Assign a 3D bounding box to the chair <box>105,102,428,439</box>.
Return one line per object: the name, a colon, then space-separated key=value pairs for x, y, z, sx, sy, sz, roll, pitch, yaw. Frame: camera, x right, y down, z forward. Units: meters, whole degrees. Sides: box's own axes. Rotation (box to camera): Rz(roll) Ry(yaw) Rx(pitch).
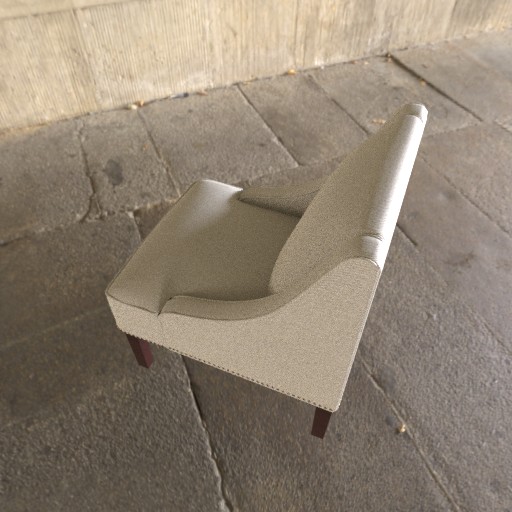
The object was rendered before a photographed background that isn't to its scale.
chair: x=0.000 y=0.000 z=1.391 sx=0.748 sy=0.872 sz=0.628 roll=17 pitch=49 yaw=15
